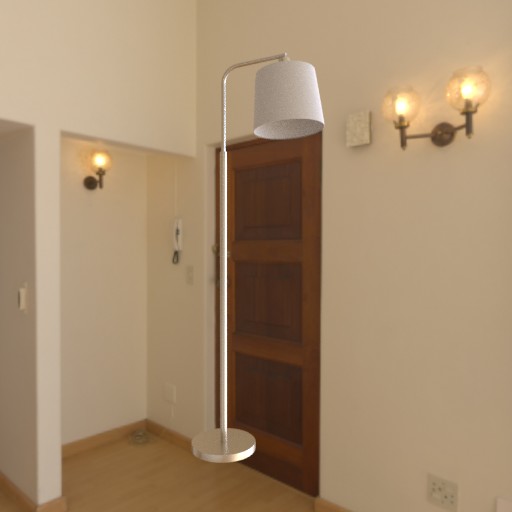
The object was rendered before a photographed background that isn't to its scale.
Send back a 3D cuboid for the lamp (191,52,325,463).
[{"bbox_3d":[0.000,0.000,1.657,0.508,1.478,0.254,0,1,17],"label":"lamp"}]
